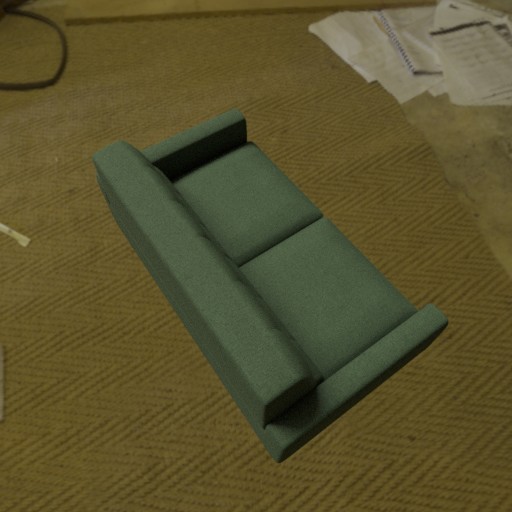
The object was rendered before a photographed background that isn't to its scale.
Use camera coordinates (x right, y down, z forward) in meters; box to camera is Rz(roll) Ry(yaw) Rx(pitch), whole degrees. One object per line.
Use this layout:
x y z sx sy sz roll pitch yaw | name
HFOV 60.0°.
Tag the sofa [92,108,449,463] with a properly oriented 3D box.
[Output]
0.000 0.000 2.201 0.909 0.841 1.631 -31 63 -18 | sofa
